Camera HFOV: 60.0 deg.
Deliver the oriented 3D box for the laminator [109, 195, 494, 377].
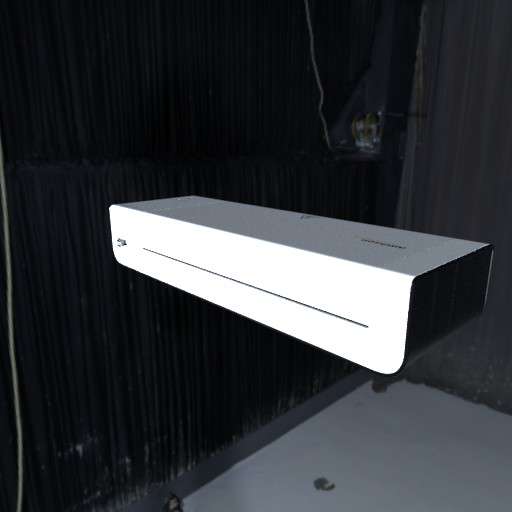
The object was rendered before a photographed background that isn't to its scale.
[{"bbox_3d":[0.000,0.000,0.385,0.123,0.062,0.340,-14,21,-42],"label":"laminator"}]
